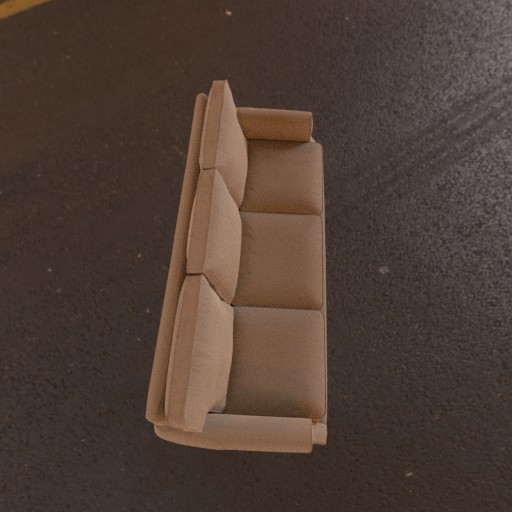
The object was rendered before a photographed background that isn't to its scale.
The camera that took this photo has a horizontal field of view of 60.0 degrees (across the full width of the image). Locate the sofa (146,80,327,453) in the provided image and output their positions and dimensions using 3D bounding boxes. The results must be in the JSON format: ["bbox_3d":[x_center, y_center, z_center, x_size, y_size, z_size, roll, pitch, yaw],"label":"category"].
[{"bbox_3d":[0.000,0.000,2.897,0.966,0.948,2.354,3,63,1],"label":"sofa"}]
